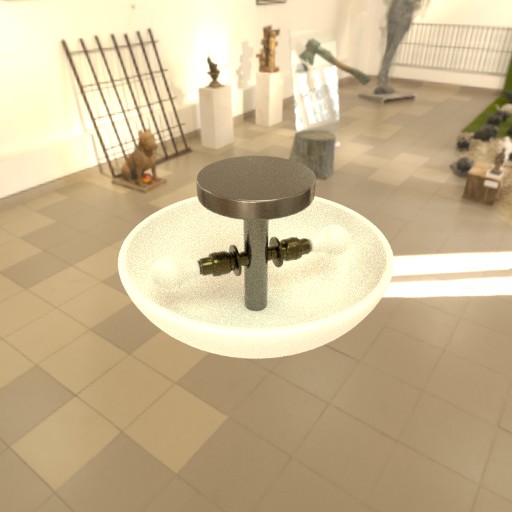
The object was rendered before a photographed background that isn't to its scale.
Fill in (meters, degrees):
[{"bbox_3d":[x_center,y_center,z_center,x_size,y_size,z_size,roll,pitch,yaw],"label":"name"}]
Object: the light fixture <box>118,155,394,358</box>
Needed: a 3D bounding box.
[{"bbox_3d":[0.000,0.000,0.556,0.330,0.214,0.330,0,32,0],"label":"light fixture"}]
